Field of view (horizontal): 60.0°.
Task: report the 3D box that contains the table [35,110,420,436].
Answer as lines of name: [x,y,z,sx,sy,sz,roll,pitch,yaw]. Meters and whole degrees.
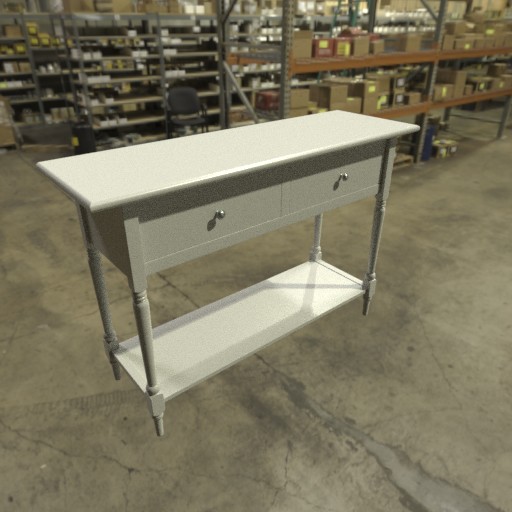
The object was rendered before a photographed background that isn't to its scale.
table: [0.000,0.000,1.564,1.197,0.808,0.384,-21,35,-34]
